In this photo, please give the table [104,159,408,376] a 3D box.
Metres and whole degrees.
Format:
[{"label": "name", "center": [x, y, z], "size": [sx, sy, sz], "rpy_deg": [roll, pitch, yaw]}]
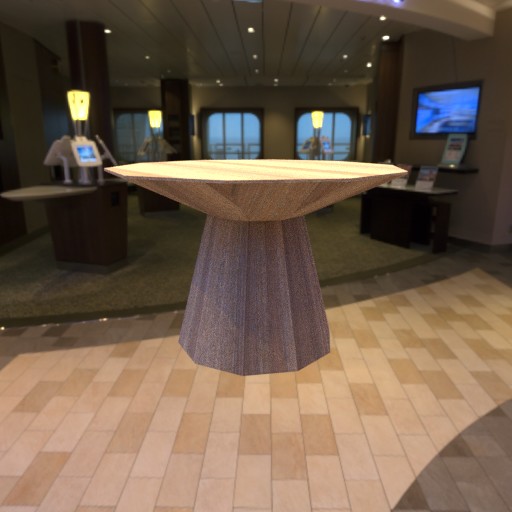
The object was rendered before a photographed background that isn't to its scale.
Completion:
[{"label": "table", "center": [0.000, 0.000, 1.900], "size": [1.186, 0.752, 1.186], "rpy_deg": [0, 15, 0]}]
